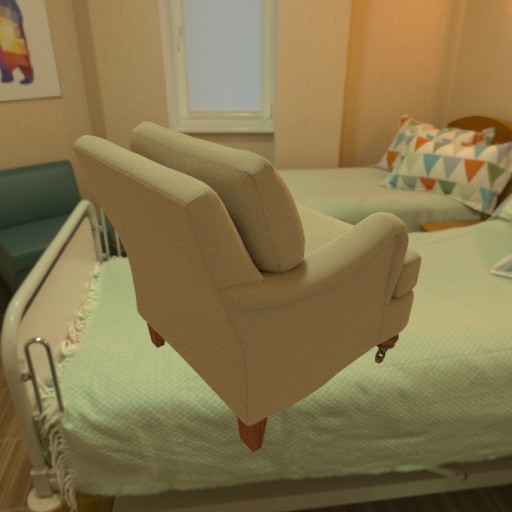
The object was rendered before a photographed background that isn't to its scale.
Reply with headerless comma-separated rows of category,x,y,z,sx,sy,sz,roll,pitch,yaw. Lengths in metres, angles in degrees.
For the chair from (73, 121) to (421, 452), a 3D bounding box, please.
chair,0.000,0.000,1.826,1.070,1.038,0.955,-19,32,-33
